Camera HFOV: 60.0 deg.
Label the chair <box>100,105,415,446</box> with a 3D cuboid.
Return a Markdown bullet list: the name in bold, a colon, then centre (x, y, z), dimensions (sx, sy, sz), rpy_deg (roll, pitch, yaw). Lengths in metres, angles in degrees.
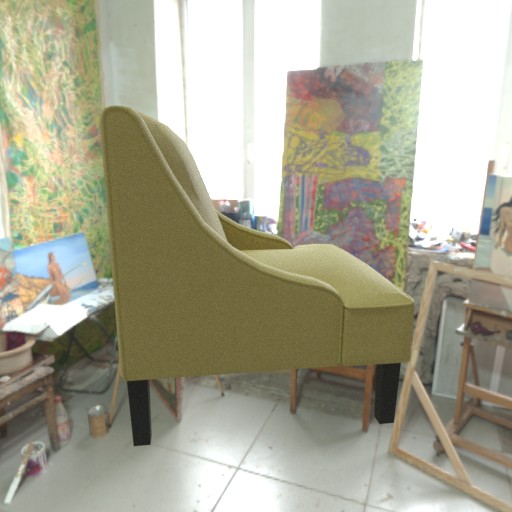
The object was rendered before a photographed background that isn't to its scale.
- **chair**: centre (0.000, 0.000, 1.472), dimensions (0.814, 0.896, 0.696), rpy_deg (-2, 14, -8)
